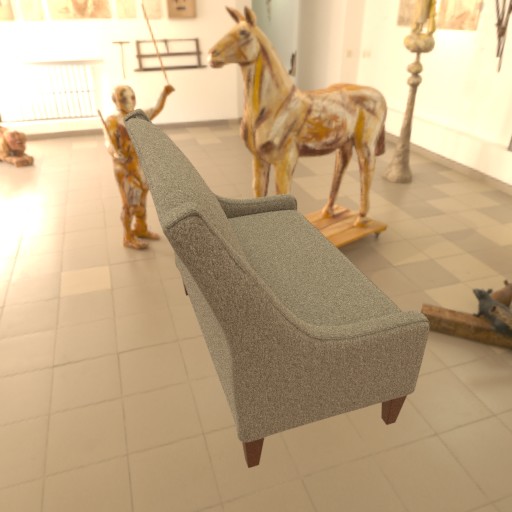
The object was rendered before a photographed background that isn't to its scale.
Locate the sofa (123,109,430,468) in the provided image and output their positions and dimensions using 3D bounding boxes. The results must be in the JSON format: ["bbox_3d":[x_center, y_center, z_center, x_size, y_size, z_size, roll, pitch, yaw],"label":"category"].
[{"bbox_3d":[0.000,0.000,1.868,0.862,1.026,1.242,-10,31,-16],"label":"sofa"}]
